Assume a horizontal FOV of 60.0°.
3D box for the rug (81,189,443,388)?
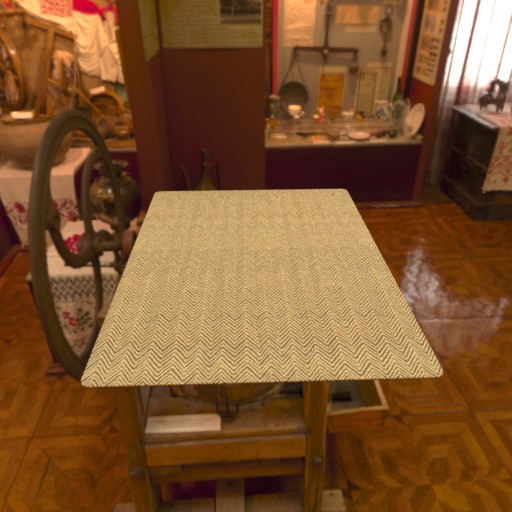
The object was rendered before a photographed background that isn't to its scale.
[{"bbox_3d":[0.000,0.000,4.297,2.439,0.014,3.207,-1,31,-2],"label":"rug"}]
